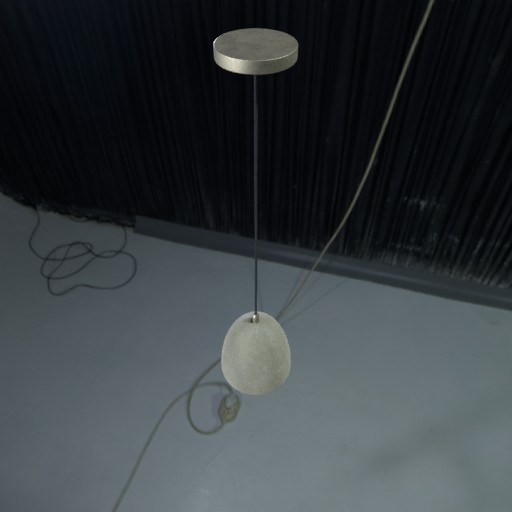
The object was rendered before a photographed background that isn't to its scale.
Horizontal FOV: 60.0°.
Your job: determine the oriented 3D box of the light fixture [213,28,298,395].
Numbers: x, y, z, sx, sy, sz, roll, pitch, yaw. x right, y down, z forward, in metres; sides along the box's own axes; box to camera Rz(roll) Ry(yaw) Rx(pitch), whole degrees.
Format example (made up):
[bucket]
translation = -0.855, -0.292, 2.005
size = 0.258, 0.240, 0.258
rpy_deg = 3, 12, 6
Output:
[light fixture]
translation = 0.000, 0.000, 0.823
size = 0.170, 0.759, 0.170
rpy_deg = 10, 47, 10
